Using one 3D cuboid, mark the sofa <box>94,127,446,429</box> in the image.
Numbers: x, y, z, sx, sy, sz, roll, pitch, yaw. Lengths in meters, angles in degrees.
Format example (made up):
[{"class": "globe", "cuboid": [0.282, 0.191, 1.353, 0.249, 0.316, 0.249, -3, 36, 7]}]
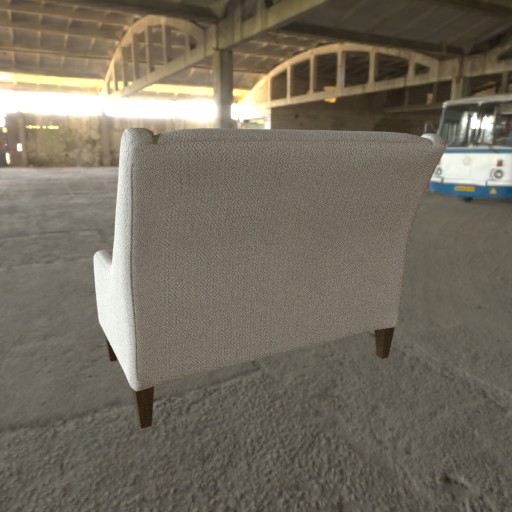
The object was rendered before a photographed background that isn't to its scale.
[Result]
[{"class": "sofa", "cuboid": [0.000, 0.000, 1.909, 1.242, 1.022, 0.870, -7, 16, -27]}]
